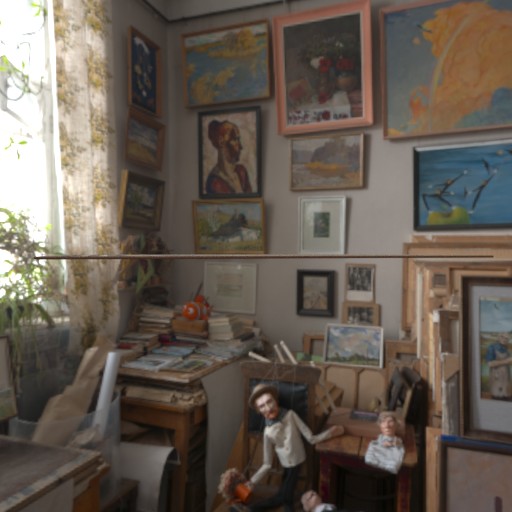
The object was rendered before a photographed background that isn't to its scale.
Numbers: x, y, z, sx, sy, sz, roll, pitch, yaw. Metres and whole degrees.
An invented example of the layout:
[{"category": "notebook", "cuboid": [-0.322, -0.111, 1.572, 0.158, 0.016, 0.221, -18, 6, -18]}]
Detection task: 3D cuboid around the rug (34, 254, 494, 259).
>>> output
[{"category": "rug", "cuboid": [0.000, 0.000, 2.936, 2.438, 0.014, 1.523, 0, 0, -18]}]
